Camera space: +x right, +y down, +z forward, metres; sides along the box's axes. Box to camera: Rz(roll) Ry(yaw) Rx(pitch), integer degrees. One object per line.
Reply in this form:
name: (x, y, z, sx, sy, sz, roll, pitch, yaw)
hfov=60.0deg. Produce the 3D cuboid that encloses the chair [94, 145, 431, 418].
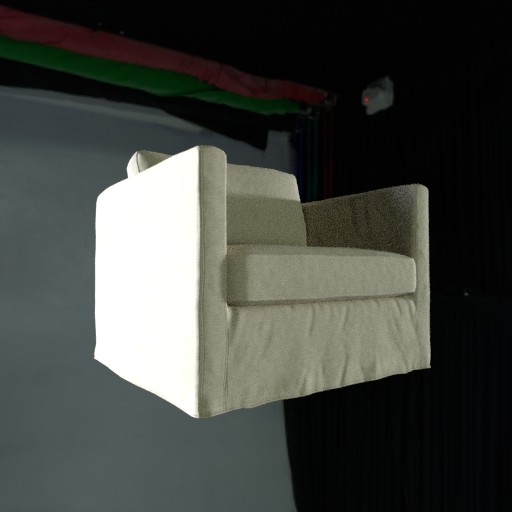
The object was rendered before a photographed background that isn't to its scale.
chair: (0.000, 0.000, 1.805, 1.057, 0.867, 0.949, 1, -2, -36)
